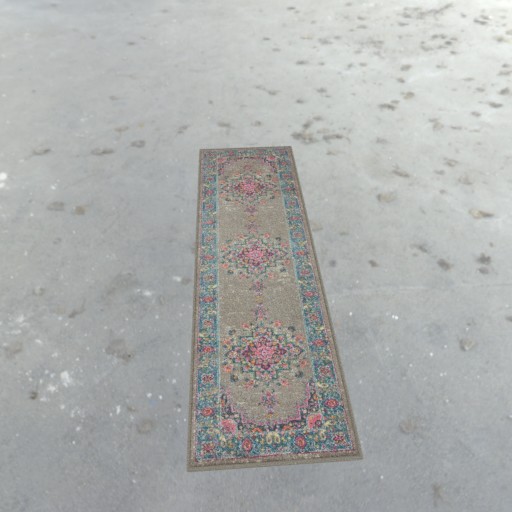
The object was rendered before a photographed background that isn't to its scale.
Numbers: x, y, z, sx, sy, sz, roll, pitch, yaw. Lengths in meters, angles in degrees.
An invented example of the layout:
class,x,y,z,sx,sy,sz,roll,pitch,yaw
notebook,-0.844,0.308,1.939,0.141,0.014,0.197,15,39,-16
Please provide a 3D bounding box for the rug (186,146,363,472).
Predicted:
class,x,y,z,sx,sy,sz,roll,pitch,yaw
rug,0.000,0.000,2.011,0.553,0.012,1.827,-3,45,-3
